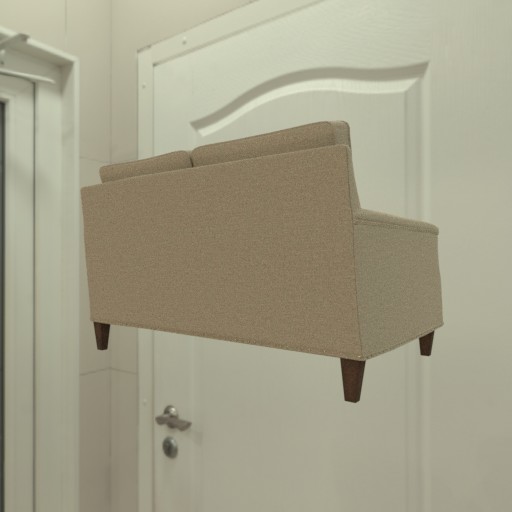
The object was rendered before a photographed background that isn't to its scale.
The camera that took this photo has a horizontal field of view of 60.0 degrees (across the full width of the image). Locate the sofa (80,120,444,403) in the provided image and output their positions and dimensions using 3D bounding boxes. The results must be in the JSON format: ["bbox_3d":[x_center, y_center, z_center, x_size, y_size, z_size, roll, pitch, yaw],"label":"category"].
[{"bbox_3d":[0.000,0.000,2.283,1.597,1.003,1.084,0,0,36],"label":"sofa"}]
